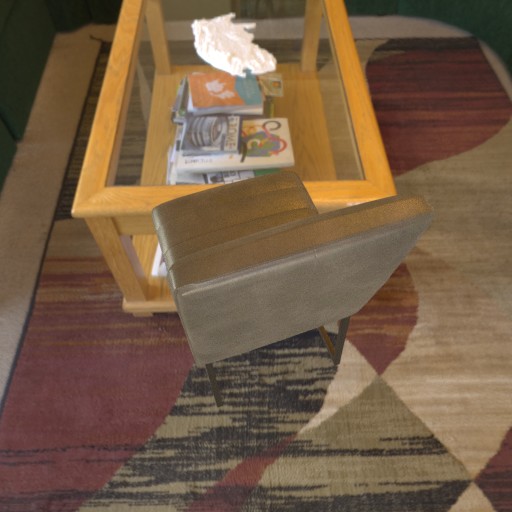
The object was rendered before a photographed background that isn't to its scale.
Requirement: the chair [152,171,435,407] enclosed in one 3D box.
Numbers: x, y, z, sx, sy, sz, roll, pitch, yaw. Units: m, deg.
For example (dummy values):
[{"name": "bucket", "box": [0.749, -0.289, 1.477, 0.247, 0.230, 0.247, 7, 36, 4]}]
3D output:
[{"name": "chair", "box": [0.000, 0.000, 1.309, 0.520, 0.930, 0.634, -17, 58, -11]}]
